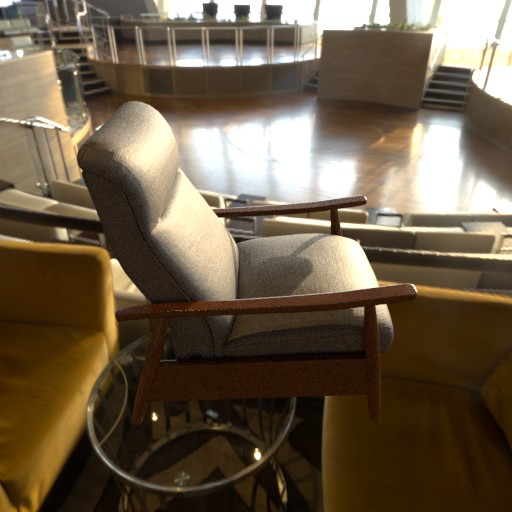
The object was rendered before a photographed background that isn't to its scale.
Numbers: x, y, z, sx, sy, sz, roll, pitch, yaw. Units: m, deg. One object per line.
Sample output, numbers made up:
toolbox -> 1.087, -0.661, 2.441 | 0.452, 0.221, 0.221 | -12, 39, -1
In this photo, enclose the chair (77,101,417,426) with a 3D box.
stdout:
chair -> 0.000, 0.000, 1.751 | 1.014, 1.081, 0.762 | 0, 32, -1
